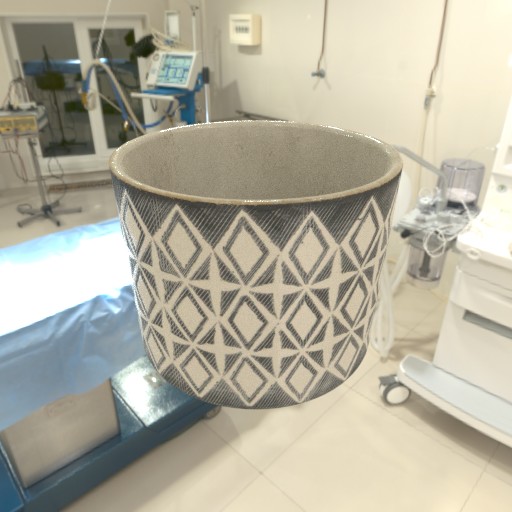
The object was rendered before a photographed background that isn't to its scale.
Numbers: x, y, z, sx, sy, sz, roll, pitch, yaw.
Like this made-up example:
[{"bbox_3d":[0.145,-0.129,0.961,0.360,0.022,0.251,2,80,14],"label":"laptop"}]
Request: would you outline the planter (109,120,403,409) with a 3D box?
[{"bbox_3d":[0.000,0.000,0.340,0.192,0.165,0.192,0,29,0],"label":"planter"}]
